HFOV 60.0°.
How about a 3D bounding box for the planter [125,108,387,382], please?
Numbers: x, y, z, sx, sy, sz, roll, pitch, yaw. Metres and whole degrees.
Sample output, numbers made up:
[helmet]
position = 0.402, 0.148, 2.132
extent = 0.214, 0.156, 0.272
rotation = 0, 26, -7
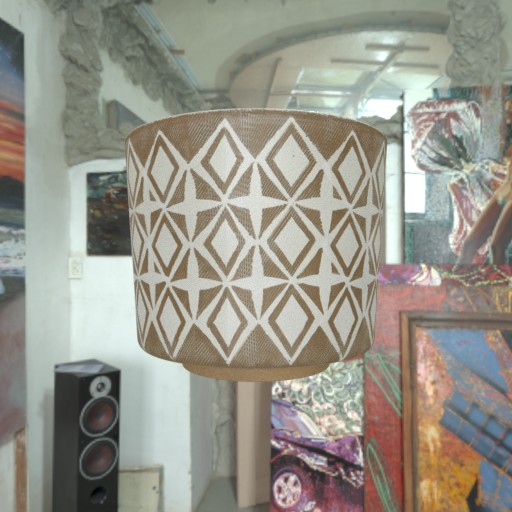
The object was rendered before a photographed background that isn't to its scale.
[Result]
[planter]
position = 0.000, 0.000, 0.458
extent = 0.260, 0.220, 0.260
rotation = 0, 0, 0
